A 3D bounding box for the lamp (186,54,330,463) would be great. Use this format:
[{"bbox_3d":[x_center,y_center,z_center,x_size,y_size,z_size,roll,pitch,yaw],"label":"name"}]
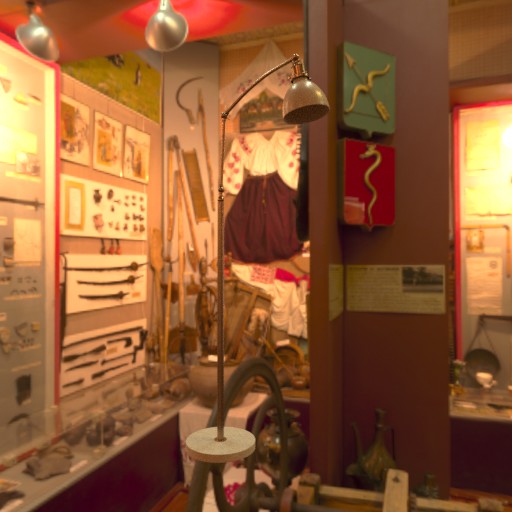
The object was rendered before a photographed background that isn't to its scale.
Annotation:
[{"bbox_3d":[0.000,0.000,1.794,0.599,1.586,0.288,0,-1,20],"label":"lamp"}]
